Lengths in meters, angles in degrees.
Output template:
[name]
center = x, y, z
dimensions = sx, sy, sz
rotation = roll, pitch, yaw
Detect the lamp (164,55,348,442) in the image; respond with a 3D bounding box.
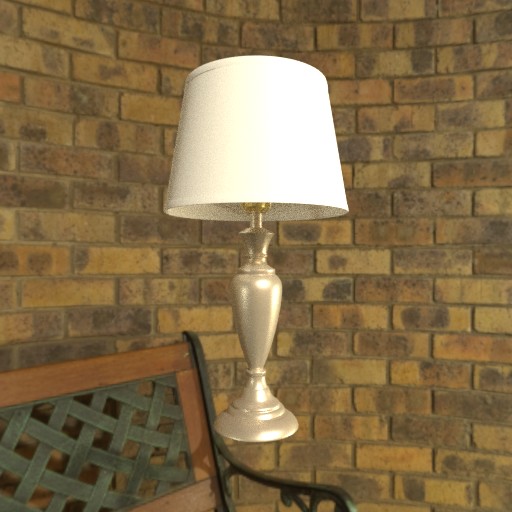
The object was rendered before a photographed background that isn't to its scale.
[lamp]
center = 0.000, 0.000, 0.803
dimensions = 0.328, 0.612, 0.328
rotation = 0, 0, 0
